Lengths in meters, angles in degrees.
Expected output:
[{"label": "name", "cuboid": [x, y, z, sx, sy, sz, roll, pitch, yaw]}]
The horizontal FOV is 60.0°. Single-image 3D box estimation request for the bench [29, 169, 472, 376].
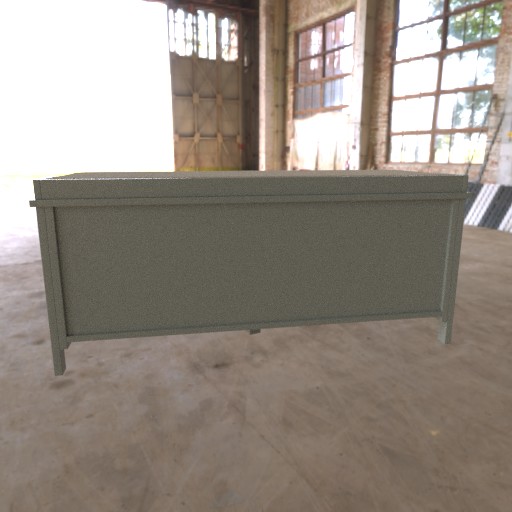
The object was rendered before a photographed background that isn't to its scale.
[{"label": "bench", "cuboid": [0.000, 0.000, 1.361, 1.140, 0.501, 0.398, -2, 13, -10]}]
